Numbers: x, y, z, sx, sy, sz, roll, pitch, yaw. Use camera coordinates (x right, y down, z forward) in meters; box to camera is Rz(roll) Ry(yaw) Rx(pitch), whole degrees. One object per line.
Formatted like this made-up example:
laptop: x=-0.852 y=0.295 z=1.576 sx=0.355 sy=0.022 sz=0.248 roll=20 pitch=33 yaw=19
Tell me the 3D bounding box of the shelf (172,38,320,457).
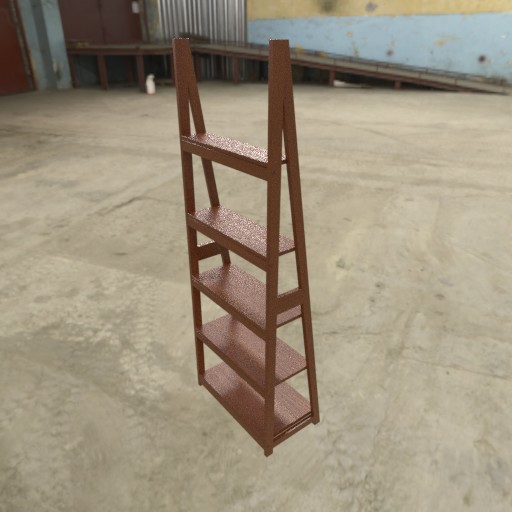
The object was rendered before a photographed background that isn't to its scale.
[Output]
shelf: x=0.000 y=0.000 z=2.023 sx=0.356 sy=1.780 sz=0.630 roll=-19 pitch=32 yaw=-33
